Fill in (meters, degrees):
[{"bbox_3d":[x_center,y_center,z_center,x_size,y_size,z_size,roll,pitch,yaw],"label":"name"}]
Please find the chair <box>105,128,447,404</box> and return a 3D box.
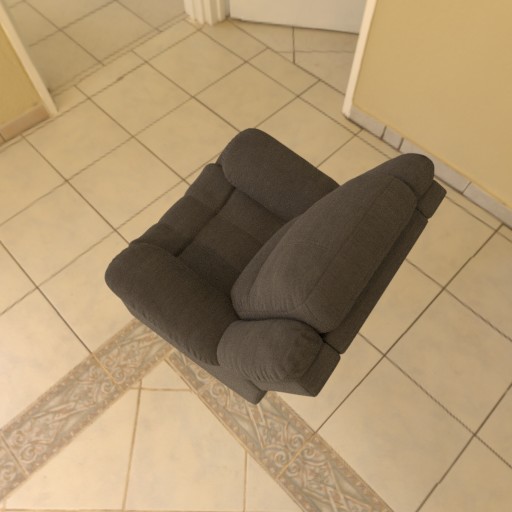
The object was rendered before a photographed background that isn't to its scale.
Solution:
[{"bbox_3d":[0.000,0.000,1.707,0.944,1.008,0.899,33,66,16],"label":"chair"}]
